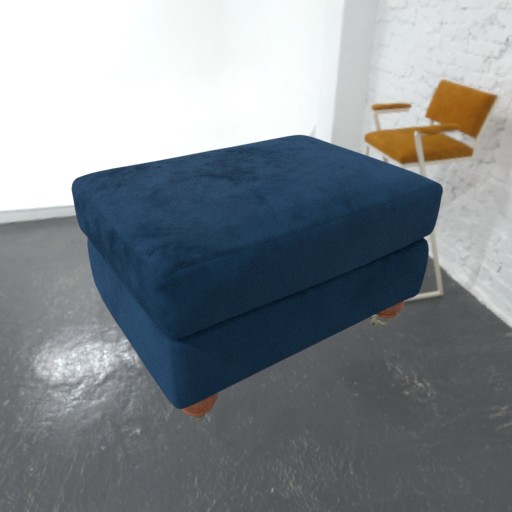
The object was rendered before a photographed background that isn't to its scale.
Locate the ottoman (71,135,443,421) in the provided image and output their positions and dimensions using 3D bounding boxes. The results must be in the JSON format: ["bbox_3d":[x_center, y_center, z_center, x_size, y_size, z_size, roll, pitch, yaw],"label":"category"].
[{"bbox_3d":[0.000,0.000,1.189,0.773,0.503,0.572,-19,35,-29],"label":"ottoman"}]
